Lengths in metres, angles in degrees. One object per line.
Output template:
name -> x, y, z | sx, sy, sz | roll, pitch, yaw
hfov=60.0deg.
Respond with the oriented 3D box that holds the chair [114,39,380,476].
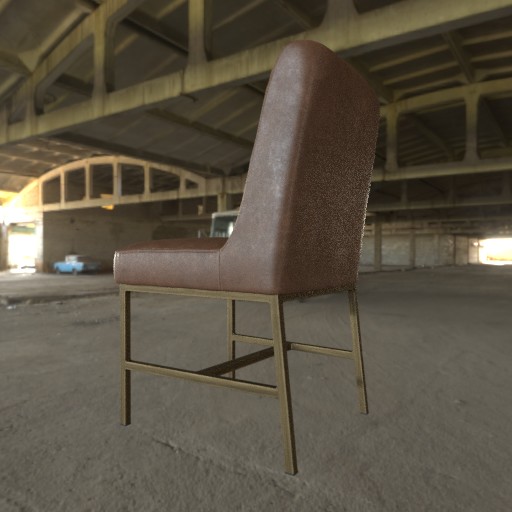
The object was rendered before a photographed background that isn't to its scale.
chair -> 0.000, 0.000, 1.209 | 0.587, 0.889, 0.508 | 0, 1, 34
